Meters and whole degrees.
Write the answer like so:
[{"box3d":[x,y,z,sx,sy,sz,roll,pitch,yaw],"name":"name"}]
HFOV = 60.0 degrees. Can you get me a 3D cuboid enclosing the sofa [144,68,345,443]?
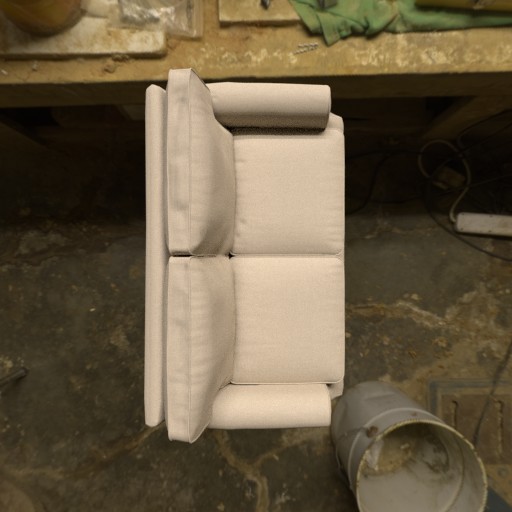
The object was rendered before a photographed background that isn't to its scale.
[{"box3d":[0.000,0.000,2.239,0.964,0.937,1.665,0,90,0],"name":"sofa"}]
